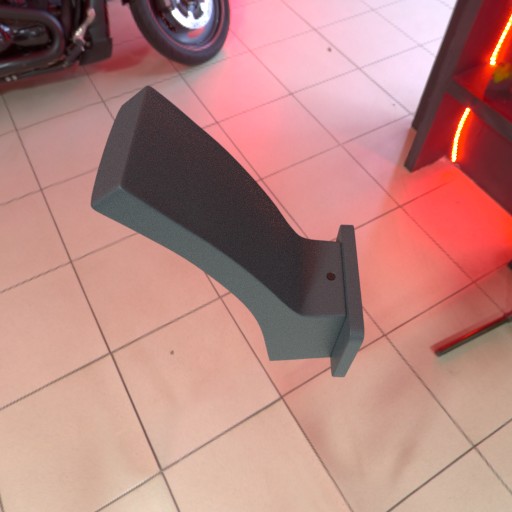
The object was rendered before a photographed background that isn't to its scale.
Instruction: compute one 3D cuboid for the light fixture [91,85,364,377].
[{"bbox_3d":[0.000,0.000,0.338,0.174,0.243,0.108,2,57,1],"label":"light fixture"}]
